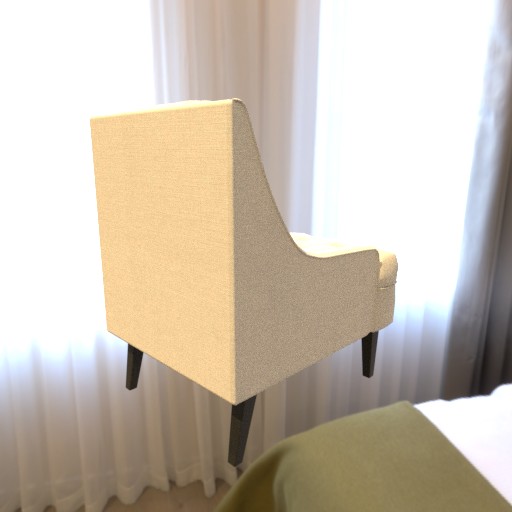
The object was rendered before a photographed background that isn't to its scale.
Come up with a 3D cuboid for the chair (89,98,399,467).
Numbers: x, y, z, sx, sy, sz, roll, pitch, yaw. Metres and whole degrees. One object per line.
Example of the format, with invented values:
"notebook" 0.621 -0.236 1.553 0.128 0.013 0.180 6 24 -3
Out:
"chair" 0.000 0.000 1.447 0.772 0.891 0.658 -13 18 -43
